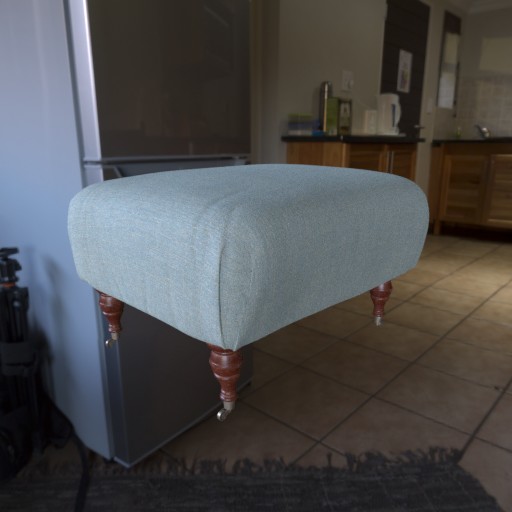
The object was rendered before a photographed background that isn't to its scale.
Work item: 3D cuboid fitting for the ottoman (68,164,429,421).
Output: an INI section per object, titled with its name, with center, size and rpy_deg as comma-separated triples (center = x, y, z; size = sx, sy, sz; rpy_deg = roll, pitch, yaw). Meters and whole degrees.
[ottoman]
center = 0.000, 0.000, 1.140
size = 0.622, 0.450, 0.747
rpy_deg = 14, 21, 42
